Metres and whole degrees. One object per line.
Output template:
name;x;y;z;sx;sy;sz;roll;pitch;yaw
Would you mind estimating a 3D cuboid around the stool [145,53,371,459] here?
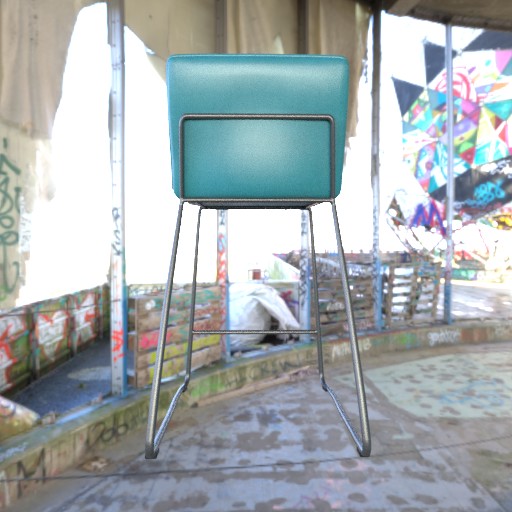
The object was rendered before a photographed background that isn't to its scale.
stool;0.000;0.000;1.182;0.489;0.866;0.524;0;1;-1
